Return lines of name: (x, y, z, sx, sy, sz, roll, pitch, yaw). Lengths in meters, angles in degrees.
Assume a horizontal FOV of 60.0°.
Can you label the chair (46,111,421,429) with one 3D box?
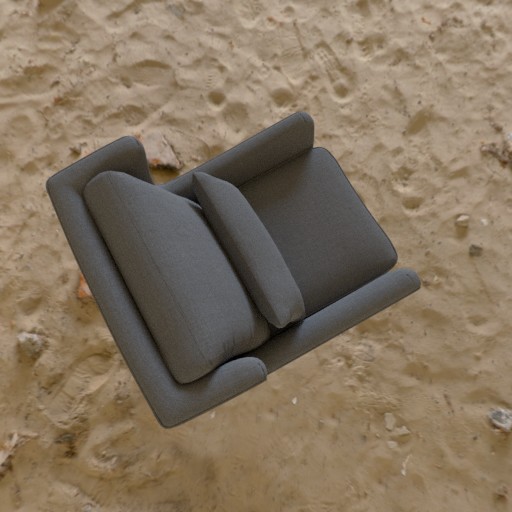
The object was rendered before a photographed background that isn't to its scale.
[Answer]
chair: (0.000, 0.000, 1.777, 1.040, 1.056, 0.866, -29, 77, -7)
